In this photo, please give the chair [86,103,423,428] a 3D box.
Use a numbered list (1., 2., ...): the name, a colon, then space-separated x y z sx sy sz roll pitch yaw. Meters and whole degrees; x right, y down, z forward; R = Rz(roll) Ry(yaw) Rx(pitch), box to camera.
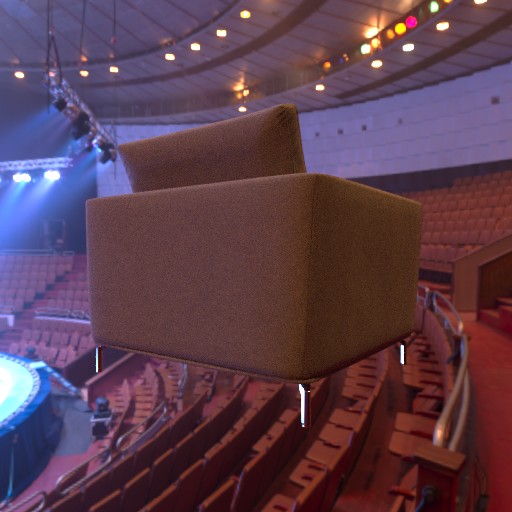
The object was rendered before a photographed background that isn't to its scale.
1. chair: 0.000 0.000 1.704 1.041 0.864 0.889 0 1 36
